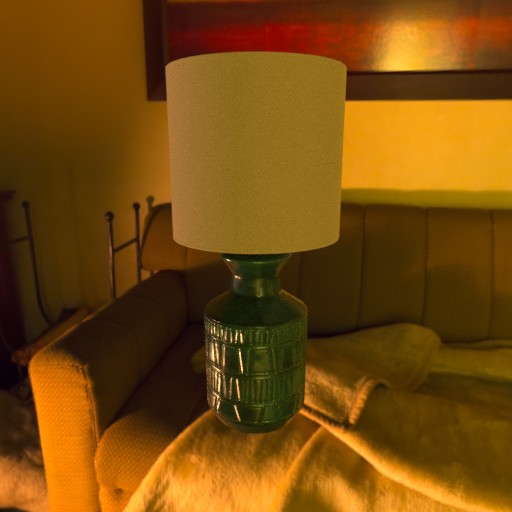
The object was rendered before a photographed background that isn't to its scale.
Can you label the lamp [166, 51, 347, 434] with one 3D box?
[{"bbox_3d":[0.000,0.000,0.581,0.211,0.455,0.211,-2,14,-10],"label":"lamp"}]
